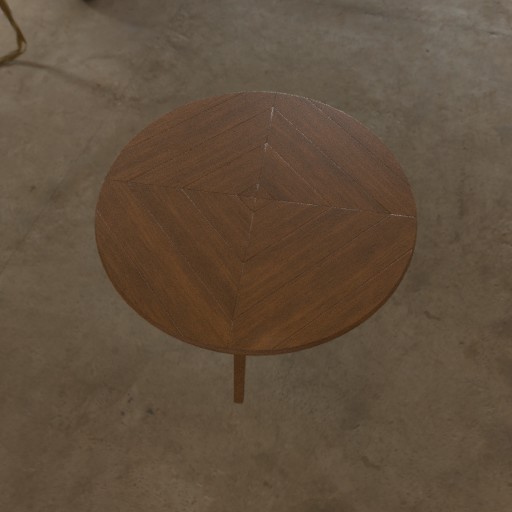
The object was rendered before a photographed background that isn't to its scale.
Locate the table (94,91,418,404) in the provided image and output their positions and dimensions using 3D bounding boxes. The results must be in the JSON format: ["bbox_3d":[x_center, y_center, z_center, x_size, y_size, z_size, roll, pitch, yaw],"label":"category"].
[{"bbox_3d":[0.000,0.000,1.785,1.055,0.757,1.055,0,59,0],"label":"table"}]
